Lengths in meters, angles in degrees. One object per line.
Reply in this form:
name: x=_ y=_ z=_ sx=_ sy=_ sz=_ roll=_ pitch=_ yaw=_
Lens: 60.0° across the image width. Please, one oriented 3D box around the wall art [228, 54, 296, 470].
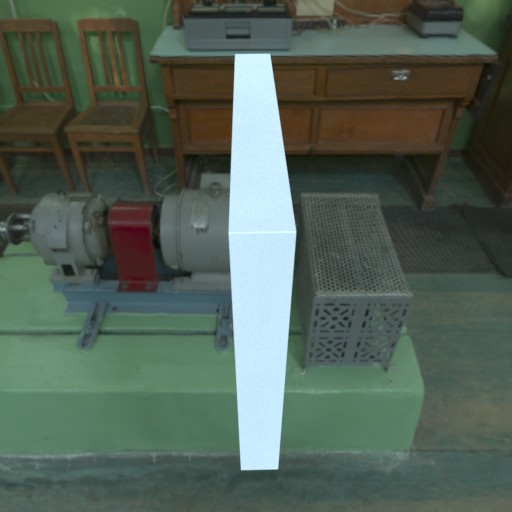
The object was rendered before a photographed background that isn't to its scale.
wall art: x=0.000 y=0.000 z=0.459 sx=0.038 sy=0.305 sz=0.305 roll=-1 pitch=42 yaw=-1
